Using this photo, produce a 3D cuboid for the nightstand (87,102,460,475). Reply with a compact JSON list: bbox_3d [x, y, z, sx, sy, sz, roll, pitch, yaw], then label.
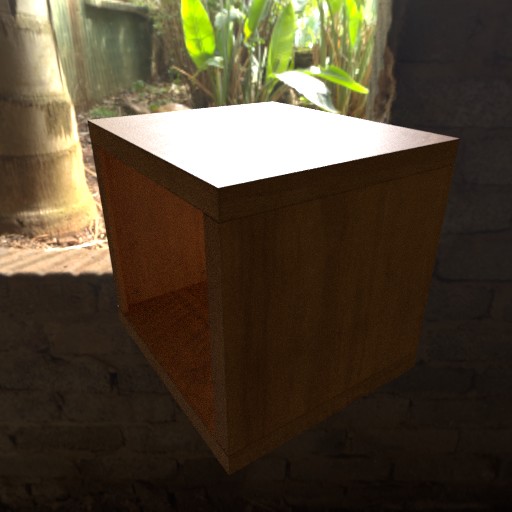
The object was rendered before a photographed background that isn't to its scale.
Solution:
[{"bbox_3d":[0.000,0.000,0.870,0.436,0.491,0.493,-17,31,-30],"label":"nightstand"}]
